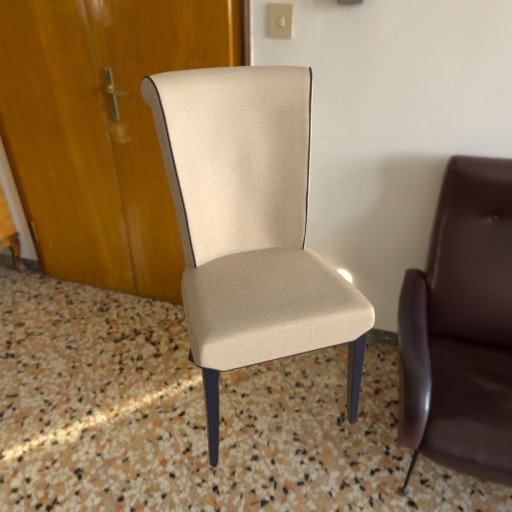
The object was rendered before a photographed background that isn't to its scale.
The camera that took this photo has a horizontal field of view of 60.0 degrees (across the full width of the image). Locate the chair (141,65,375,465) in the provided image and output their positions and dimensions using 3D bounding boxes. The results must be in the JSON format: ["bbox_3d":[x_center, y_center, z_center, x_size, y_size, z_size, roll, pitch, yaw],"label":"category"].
[{"bbox_3d":[0.000,0.000,1.356,0.522,0.997,0.623,-10,33,-15],"label":"chair"}]
